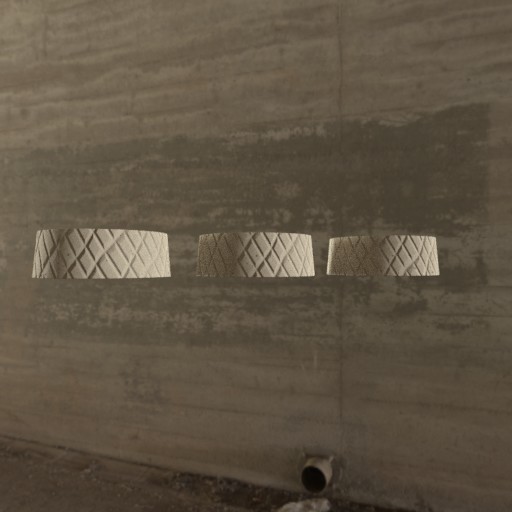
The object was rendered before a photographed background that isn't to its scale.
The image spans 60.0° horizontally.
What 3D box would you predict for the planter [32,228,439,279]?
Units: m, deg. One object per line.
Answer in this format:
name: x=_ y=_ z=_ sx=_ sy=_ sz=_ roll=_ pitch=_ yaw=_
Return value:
planter: x=0.000 y=0.000 z=0.428 sx=0.390 sy=0.038 sz=0.114 roll=0 pitch=-1 yaw=-17
